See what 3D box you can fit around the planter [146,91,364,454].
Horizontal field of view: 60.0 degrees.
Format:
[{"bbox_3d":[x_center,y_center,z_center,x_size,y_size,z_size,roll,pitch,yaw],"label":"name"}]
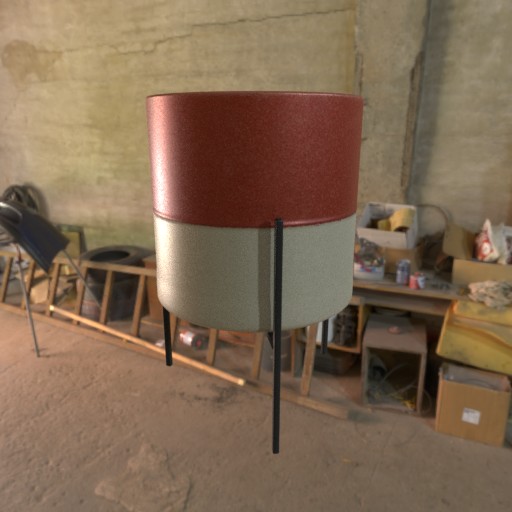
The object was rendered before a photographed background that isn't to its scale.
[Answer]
[{"bbox_3d":[0.000,0.000,0.526,0.235,0.354,0.251,-3,17,-9],"label":"planter"}]
